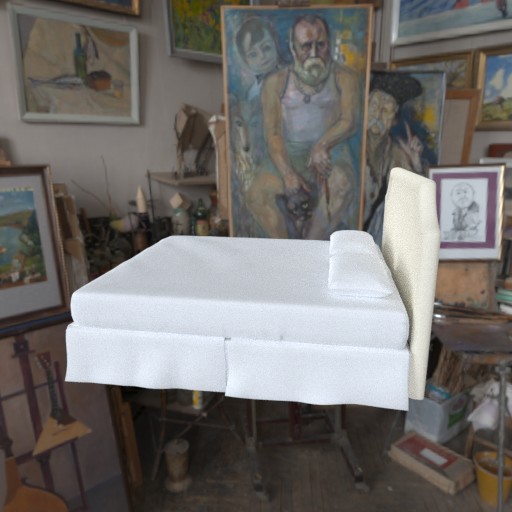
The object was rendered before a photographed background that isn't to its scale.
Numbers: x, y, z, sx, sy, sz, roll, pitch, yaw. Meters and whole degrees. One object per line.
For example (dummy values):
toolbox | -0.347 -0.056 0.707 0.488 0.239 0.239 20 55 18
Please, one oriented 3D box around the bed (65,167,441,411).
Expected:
bed | 0.000 0.000 4.210 2.773 1.590 2.350 2 15 9
